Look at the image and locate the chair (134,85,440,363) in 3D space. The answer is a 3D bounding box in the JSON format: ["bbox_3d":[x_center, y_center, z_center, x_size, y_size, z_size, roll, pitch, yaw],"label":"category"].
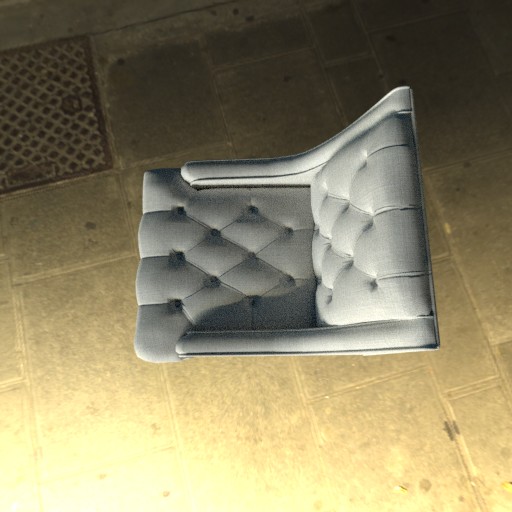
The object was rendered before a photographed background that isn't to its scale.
[{"bbox_3d":[0.000,0.000,1.417,0.772,0.891,0.658,-1,76,0],"label":"chair"}]
